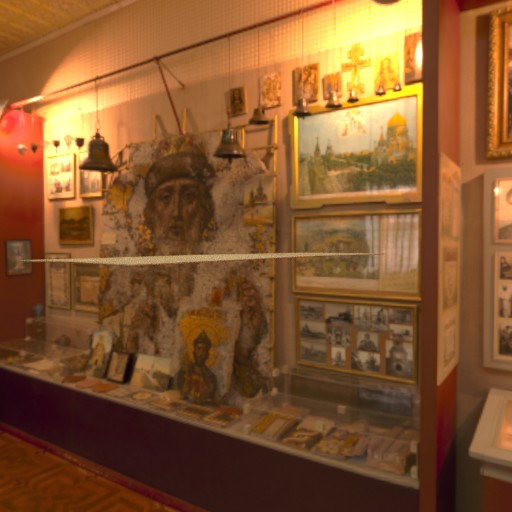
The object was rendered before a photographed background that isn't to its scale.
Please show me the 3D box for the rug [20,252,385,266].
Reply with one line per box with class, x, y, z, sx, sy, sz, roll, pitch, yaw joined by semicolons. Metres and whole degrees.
rug;0.000;0.000;2.550;0.697;0.013;2.335;1;2;36
